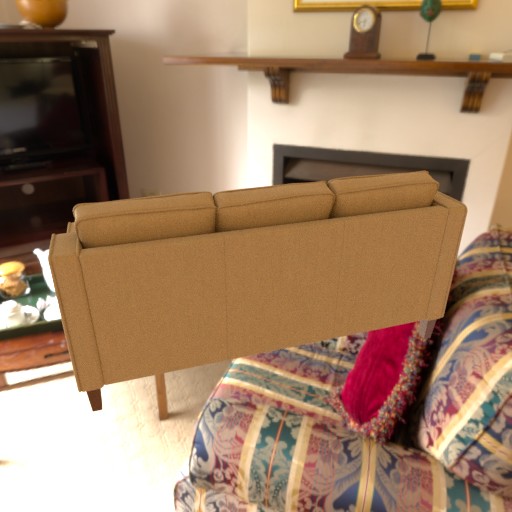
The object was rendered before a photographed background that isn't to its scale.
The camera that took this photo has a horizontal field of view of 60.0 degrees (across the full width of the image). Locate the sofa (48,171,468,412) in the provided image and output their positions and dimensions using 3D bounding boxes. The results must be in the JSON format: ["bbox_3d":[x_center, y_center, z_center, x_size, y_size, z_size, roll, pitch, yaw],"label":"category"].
[{"bbox_3d":[0.000,0.000,2.515,1.986,0.974,0.911,-8,27,-16],"label":"sofa"}]
